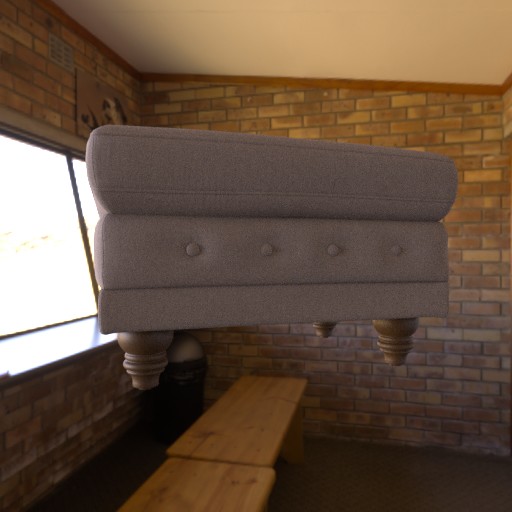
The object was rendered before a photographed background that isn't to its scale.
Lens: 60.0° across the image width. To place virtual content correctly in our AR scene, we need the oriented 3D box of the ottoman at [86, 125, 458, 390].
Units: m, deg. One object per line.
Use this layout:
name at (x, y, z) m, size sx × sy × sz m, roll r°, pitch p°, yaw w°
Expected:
ottoman at (0.000, 0.000, 1.100) m, size 0.771 × 0.500 × 0.569 m, roll 0°, pitch 0°, yaw -18°
